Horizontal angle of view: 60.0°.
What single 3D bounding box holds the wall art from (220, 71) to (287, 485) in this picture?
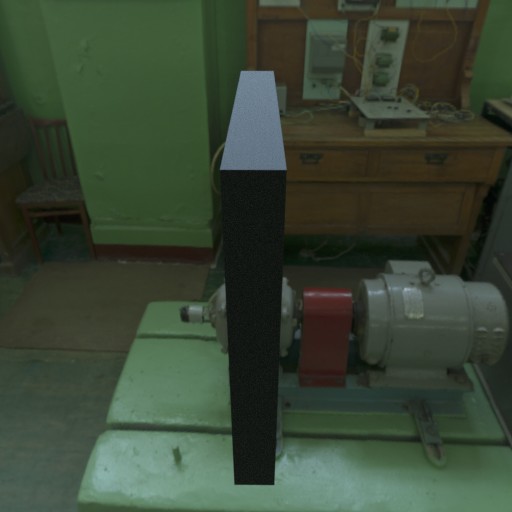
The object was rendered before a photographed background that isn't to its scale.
[{"bbox_3d":[0.000,0.000,0.449,0.036,0.300,0.302,0,32,0],"label":"wall art"}]
